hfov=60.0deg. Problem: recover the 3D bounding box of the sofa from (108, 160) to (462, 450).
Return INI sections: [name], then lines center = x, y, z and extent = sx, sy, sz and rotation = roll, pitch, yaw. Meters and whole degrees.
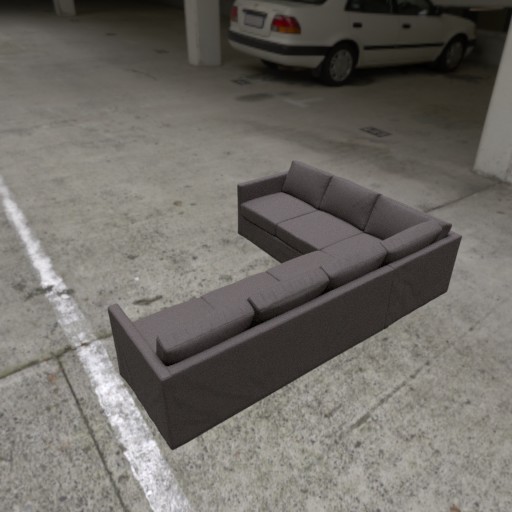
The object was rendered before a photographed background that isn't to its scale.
[sofa]
center = 0.000, 0.000, 4.416
extent = 3.182, 0.871, 2.432
rotation = -20, 36, -30
